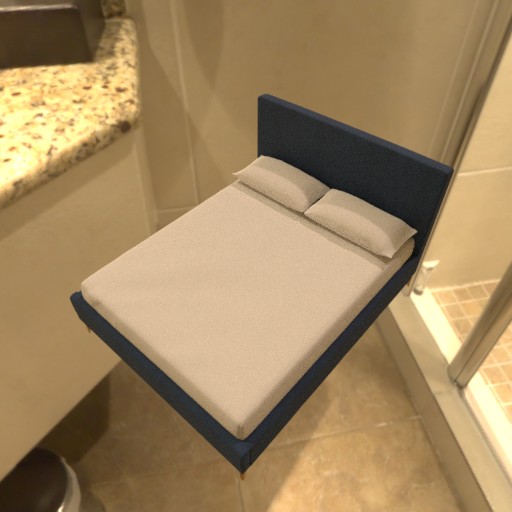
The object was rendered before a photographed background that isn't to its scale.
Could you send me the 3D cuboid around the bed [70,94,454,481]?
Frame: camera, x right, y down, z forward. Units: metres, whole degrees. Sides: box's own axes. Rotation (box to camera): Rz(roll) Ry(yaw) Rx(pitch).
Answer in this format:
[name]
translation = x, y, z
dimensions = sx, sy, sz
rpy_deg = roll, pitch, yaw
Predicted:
[bed]
translation = 0.000, 0.000, 3.256
dimensions = 1.723, 1.231, 2.172
rpy_deg = 32, 54, 28
